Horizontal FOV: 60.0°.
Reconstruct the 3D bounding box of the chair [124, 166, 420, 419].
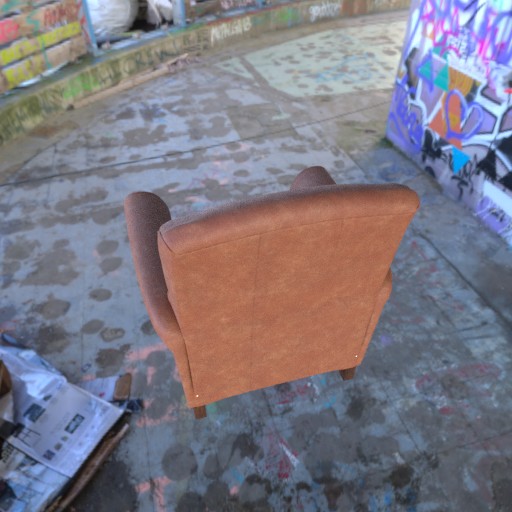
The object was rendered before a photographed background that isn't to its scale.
[{"bbox_3d":[0.000,0.000,1.803,0.978,1.061,0.902,-11,41,-12],"label":"chair"}]
